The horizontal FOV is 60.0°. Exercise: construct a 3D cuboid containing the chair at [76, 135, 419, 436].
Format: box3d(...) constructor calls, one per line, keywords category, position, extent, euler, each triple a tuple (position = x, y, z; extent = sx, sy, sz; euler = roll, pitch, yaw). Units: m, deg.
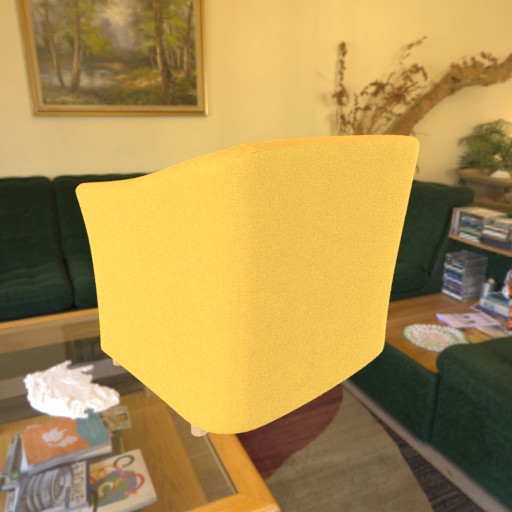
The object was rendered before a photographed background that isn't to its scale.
box3d(category="chair", position=(0.000, 0.000, 1.343), extent=(0.790, 0.720, 0.700), euler=(-15, 23, -40))
